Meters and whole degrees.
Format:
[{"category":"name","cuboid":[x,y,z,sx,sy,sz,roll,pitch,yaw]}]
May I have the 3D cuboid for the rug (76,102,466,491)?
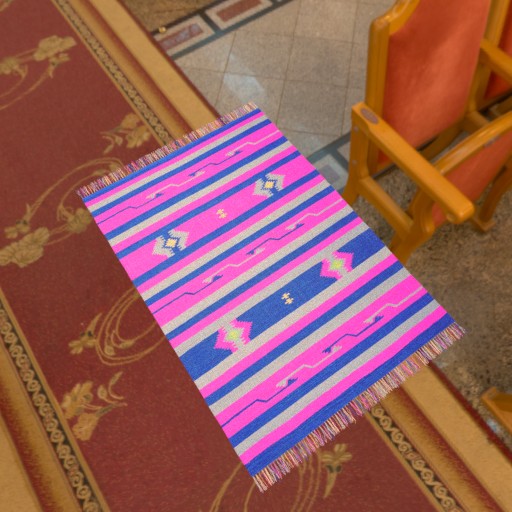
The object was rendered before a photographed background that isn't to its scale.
[{"category":"rug","cuboid":[0.000,0.000,2.938,1.539,0.013,2.350,-32,68,-15]}]
